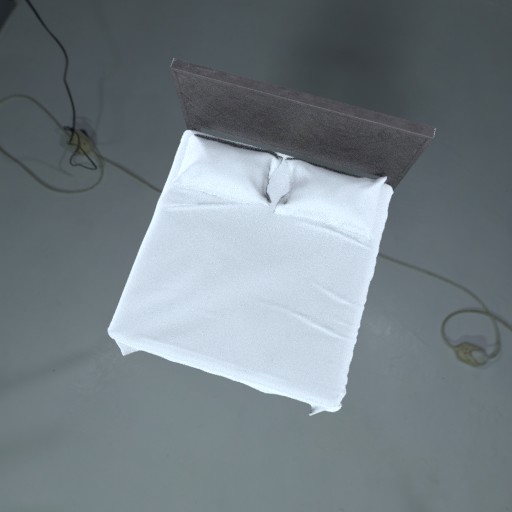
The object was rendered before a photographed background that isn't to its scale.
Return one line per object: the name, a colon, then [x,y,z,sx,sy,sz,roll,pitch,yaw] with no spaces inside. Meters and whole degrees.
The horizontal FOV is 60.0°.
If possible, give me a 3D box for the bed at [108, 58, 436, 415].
bed: [0.000,0.000,2.951,1.772,1.142,1.785,16,76,4]
